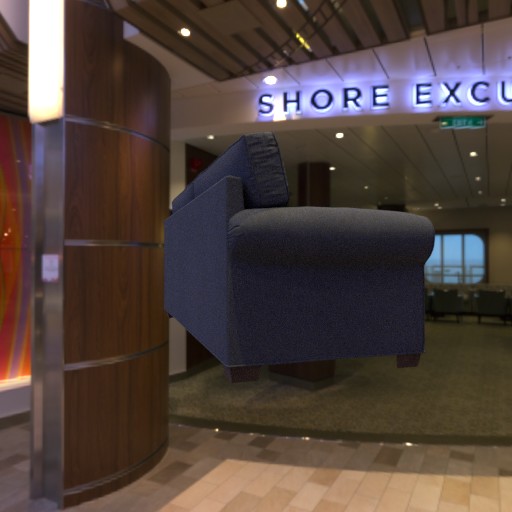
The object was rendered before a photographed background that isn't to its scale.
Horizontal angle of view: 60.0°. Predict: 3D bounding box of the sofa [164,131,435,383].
[{"bbox_3d":[0.000,0.000,2.919,0.954,1.026,2.391,0,0,-18],"label":"sofa"}]
